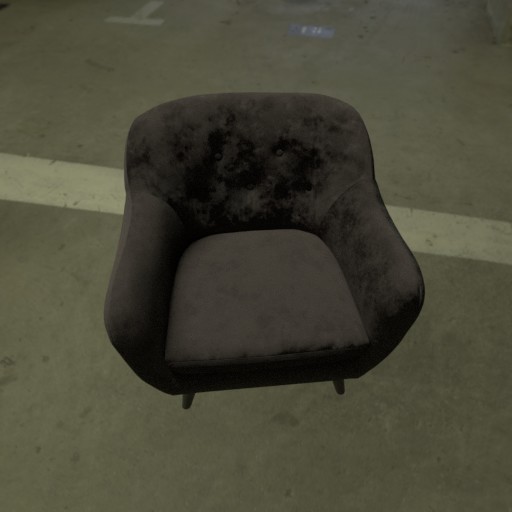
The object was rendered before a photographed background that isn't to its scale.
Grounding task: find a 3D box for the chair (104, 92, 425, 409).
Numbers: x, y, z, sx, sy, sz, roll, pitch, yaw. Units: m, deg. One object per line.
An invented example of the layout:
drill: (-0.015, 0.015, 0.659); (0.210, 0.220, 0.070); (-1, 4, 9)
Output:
chair: (0.000, 0.000, 1.503); (0.840, 0.807, 0.819); (-4, 45, -4)
